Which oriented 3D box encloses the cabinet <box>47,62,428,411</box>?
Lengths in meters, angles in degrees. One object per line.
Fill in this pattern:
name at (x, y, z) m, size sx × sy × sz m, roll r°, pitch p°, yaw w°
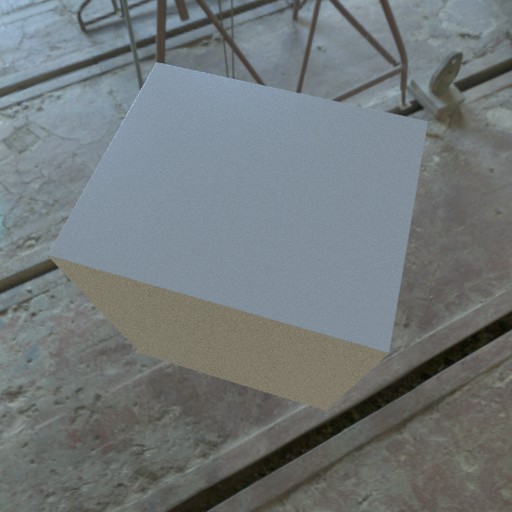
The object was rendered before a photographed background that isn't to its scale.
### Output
cabinet at (0.000, 0.000, 0.778) m, size 0.400 × 0.470 × 0.360 m, roll 15°, pitch 65°, yaw 7°
